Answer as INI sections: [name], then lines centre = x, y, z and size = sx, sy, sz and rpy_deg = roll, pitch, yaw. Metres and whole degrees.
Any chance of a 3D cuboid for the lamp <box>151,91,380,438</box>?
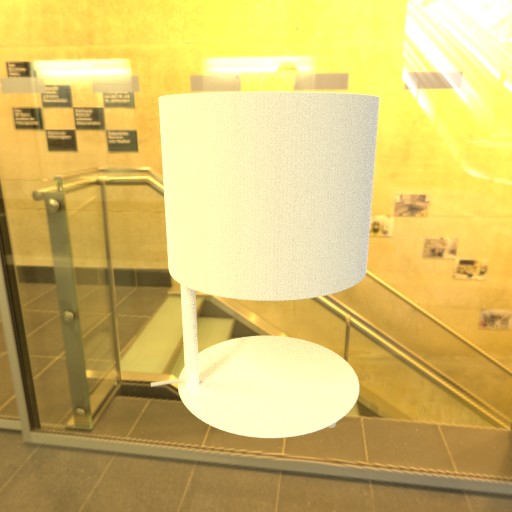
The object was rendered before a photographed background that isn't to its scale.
[lamp]
centre = 0.000, 0.000, 0.678
size = 0.341, 0.454, 0.299
rpy_deg = -3, 17, -11
